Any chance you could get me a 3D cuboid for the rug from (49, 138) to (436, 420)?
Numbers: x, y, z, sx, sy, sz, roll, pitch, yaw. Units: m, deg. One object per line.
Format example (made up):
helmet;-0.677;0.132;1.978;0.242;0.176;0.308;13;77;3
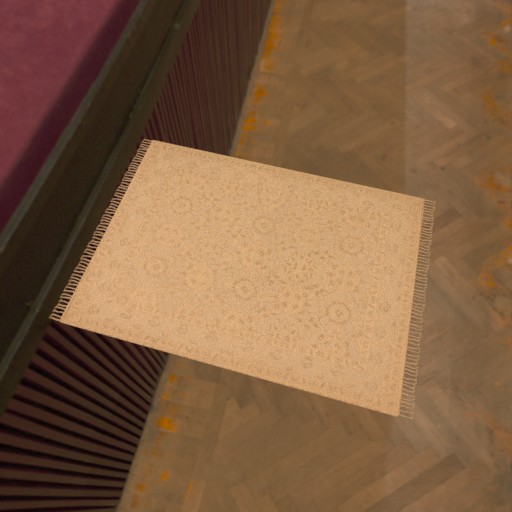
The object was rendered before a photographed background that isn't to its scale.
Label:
rug;0.000;0.000;2.345;1.771;0.015;1.223;14;62;7
